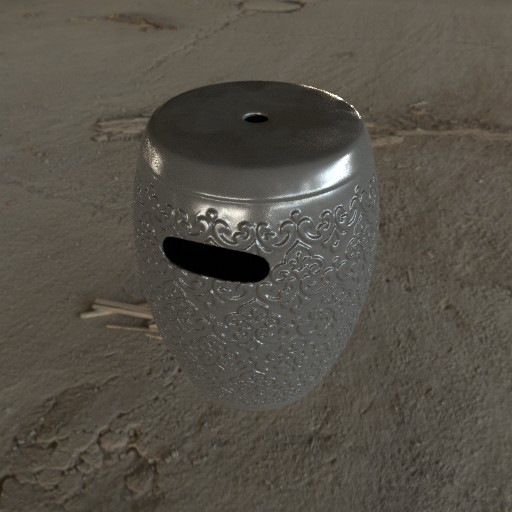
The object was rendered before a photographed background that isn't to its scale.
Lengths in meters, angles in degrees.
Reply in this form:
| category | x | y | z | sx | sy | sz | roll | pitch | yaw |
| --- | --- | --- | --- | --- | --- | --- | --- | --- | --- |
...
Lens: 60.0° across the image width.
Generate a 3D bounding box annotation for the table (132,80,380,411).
| category | x | y | z | sx | sy | sz | roll | pitch | yaw |
| --- | --- | --- | --- | --- | --- | --- | --- | --- | --- |
| table | 0.000 | 0.000 | 0.604 | 0.309 | 0.397 | 0.309 | 0 | 41 | 0 |
